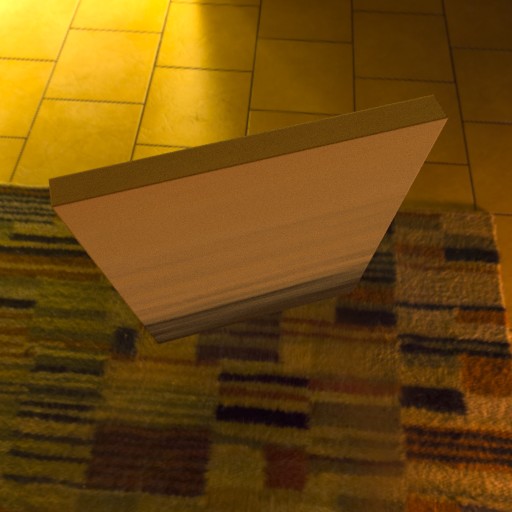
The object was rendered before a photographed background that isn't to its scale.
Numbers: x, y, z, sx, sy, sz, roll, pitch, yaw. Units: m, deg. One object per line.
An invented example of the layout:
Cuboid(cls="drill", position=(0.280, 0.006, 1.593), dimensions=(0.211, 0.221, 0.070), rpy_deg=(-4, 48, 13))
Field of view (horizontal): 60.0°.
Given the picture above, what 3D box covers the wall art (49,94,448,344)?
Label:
Cuboid(cls="wall art", position=(0.000, 0.000, 0.809), dimensions=(0.489, 0.608, 0.040), rpy_deg=(-14, 65, -7))
